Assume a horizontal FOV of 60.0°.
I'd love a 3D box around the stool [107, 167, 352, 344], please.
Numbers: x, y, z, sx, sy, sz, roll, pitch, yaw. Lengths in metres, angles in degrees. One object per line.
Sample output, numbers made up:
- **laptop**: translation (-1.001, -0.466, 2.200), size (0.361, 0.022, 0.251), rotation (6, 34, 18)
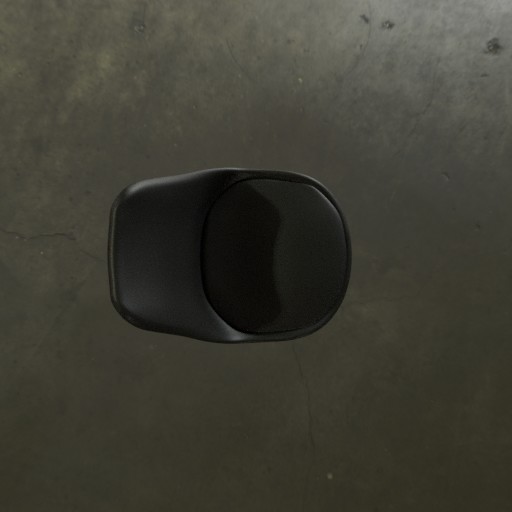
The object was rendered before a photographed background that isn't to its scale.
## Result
- **stool**: translation (0.000, 0.000, 1.404), size (0.550, 1.115, 0.485), rotation (0, 90, 2)
